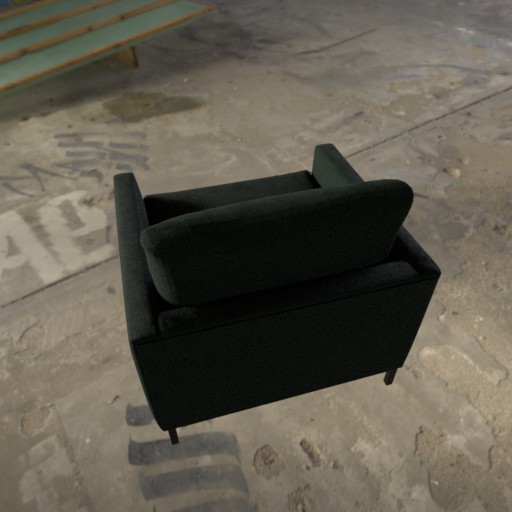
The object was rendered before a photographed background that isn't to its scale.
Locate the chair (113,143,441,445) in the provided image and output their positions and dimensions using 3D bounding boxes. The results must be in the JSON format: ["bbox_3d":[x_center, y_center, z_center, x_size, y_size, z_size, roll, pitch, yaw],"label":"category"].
[{"bbox_3d":[0.000,0.000,1.672,0.963,0.861,0.866,-11,43,-12],"label":"chair"}]
